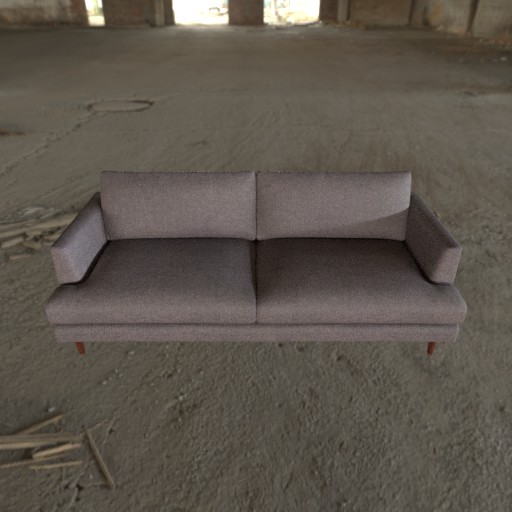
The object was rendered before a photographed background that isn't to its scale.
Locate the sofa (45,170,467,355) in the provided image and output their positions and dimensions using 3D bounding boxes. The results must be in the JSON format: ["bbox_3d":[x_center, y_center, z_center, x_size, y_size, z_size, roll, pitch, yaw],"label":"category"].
[{"bbox_3d":[0.000,0.000,2.760,2.250,0.868,1.020,0,30,0],"label":"sofa"}]
